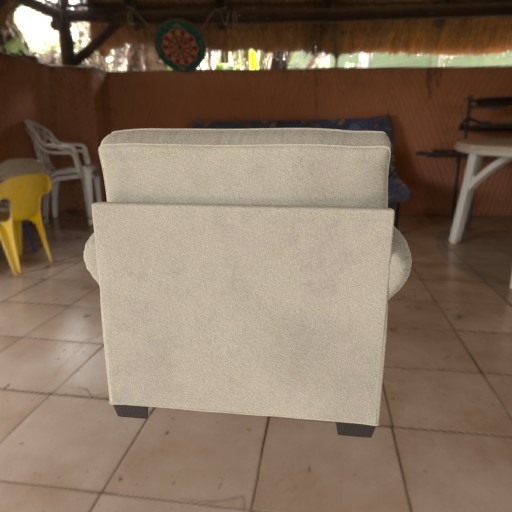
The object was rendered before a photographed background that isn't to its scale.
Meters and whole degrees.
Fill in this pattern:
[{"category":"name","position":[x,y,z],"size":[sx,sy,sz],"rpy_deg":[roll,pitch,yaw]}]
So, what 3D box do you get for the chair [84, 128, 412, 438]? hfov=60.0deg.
[{"category":"chair","position":[0.000,0.000,1.891],"size":[1.147,1.044,0.939],"rpy_deg":[2,16,7]}]
